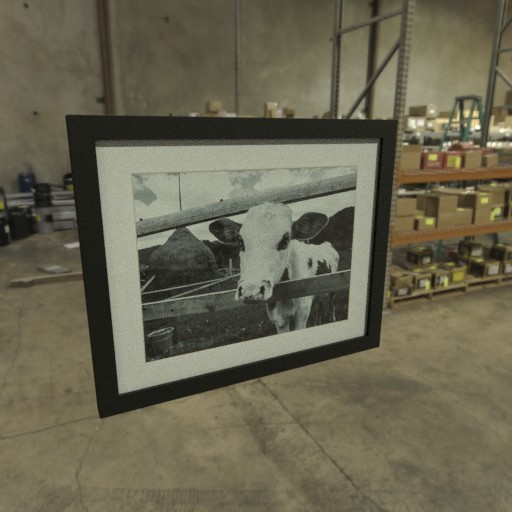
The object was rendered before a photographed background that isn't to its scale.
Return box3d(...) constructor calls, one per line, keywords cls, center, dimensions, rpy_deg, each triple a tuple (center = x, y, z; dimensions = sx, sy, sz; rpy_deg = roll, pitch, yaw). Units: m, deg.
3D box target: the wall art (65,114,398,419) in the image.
box3d(cls="wall art", center=(0.000, 0.000, 0.553), dimensions=(0.404, 0.329, 0.024), rpy_deg=(-7, 17, -25))
